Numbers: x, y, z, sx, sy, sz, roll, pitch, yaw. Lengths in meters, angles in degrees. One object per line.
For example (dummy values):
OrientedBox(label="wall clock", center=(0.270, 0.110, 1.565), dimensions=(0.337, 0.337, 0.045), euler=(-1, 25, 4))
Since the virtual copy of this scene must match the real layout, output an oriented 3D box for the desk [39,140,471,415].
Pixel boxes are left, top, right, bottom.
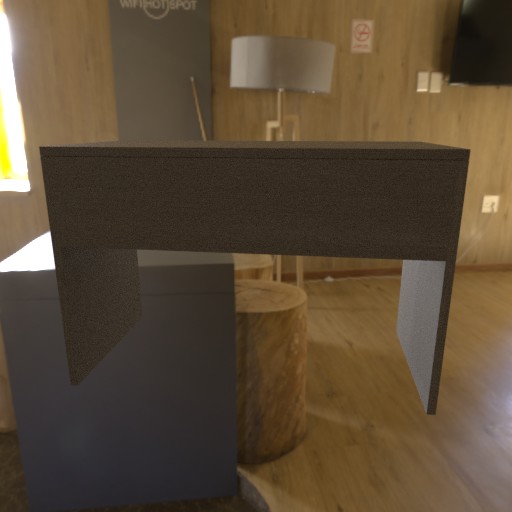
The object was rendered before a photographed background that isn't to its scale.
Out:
OrientedBox(label="desk", center=(0.000, 0.000, 1.484), dimensions=(1.099, 0.729, 0.557), euler=(2, 16, 8))
